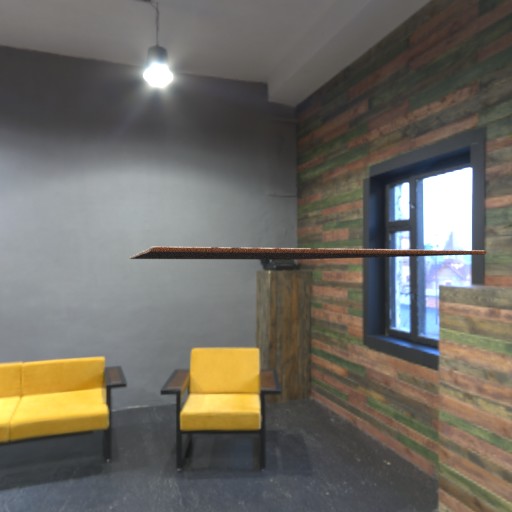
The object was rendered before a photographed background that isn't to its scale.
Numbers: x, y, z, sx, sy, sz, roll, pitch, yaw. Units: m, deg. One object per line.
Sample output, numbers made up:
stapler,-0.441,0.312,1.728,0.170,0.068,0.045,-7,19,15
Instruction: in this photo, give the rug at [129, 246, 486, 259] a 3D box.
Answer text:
rug,0.000,0.000,2.324,1.225,0.015,1.840,0,-1,-18
